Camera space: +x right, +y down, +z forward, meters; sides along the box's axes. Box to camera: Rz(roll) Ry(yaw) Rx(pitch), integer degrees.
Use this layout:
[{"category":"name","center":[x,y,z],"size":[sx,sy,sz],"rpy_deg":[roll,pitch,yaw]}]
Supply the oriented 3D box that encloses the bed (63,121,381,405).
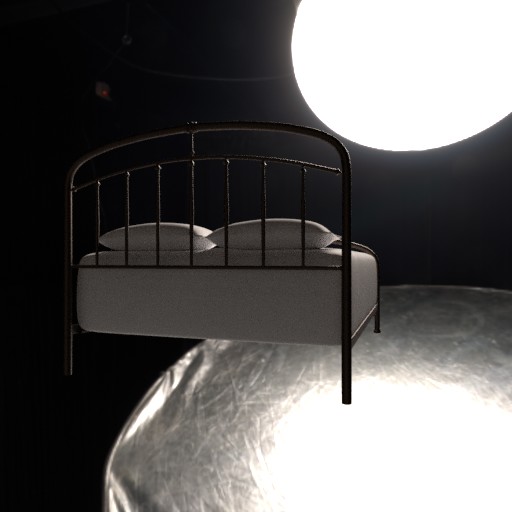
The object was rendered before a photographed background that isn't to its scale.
[{"category":"bed","center":[0.000,0.000,3.381],"size":[1.711,1.425,2.180],"rpy_deg":[0,-1,19]}]
